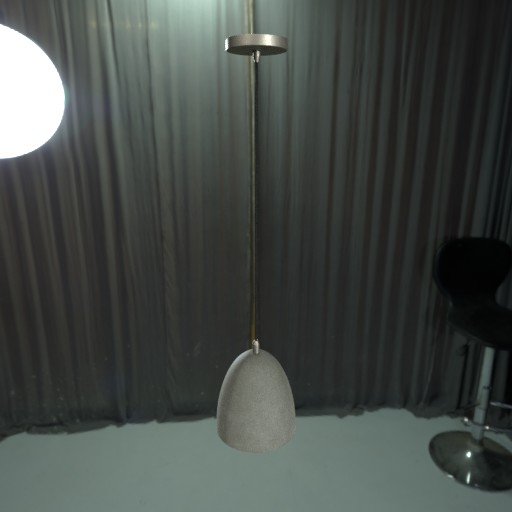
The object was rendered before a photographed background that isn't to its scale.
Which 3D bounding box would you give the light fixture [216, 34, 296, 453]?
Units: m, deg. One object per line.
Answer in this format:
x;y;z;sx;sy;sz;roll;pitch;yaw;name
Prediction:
0.000;0.000;0.854;0.170;0.759;0.170;-2;16;-8;light fixture
